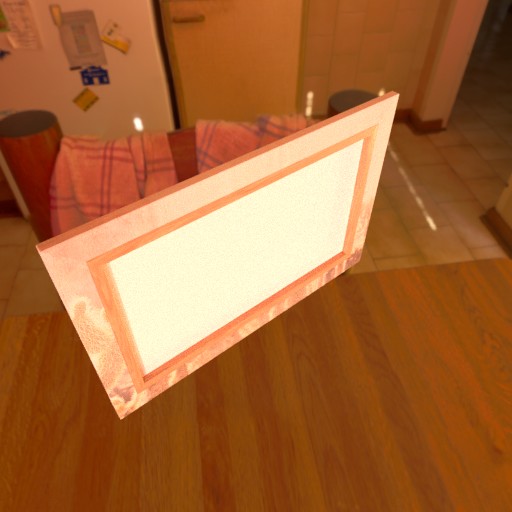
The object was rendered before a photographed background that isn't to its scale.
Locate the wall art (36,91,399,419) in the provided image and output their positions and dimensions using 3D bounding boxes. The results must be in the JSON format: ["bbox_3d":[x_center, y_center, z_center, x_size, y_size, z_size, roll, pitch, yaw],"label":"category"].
[{"bbox_3d":[0.000,0.000,1.901,1.525,1.012,0.038,-30,52,-26],"label":"wall art"}]
